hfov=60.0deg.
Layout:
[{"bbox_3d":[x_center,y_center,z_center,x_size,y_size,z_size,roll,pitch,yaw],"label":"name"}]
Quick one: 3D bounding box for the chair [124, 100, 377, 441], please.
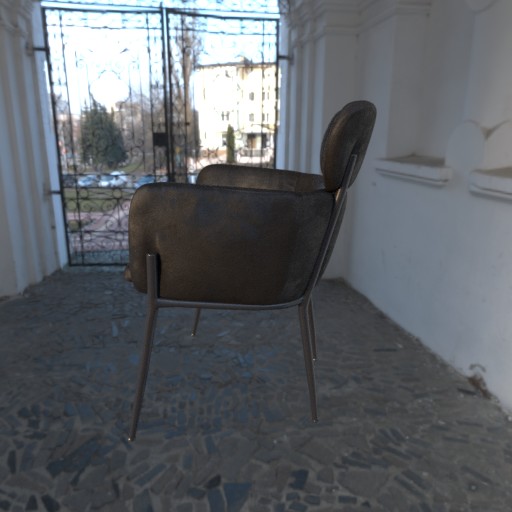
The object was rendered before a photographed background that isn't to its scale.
[{"bbox_3d":[0.000,0.000,1.265,0.604,0.818,0.640,2,16,7],"label":"chair"}]
